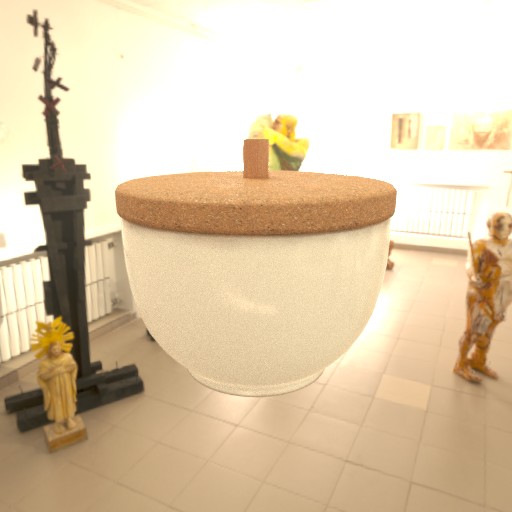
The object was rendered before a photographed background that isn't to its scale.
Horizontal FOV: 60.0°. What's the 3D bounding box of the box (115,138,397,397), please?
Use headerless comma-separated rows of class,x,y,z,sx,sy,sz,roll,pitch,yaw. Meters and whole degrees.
box,0.000,0.000,0.183,0.107,0.094,0.107,0,15,0
